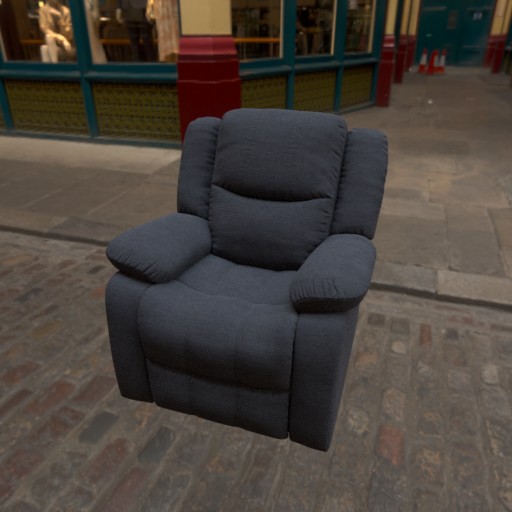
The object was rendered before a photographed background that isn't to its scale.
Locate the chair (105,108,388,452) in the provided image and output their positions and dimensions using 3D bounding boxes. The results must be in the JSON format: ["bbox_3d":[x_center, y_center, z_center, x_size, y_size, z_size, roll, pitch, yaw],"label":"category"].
[{"bbox_3d":[0.000,0.000,1.731,0.899,1.008,0.944,9,29,16],"label":"chair"}]
